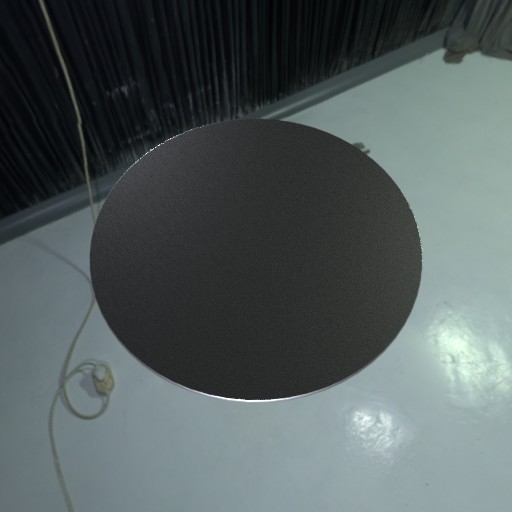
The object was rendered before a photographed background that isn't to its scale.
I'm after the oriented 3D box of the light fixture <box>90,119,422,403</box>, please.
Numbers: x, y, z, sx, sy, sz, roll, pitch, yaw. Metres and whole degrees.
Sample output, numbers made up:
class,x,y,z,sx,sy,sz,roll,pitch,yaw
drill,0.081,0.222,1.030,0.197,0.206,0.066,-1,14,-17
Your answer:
class,x,y,z,sx,sy,sz,roll,pitch,yaw
light fixture,0.000,0.000,0.538,0.368,0.100,0.368,0,59,0
